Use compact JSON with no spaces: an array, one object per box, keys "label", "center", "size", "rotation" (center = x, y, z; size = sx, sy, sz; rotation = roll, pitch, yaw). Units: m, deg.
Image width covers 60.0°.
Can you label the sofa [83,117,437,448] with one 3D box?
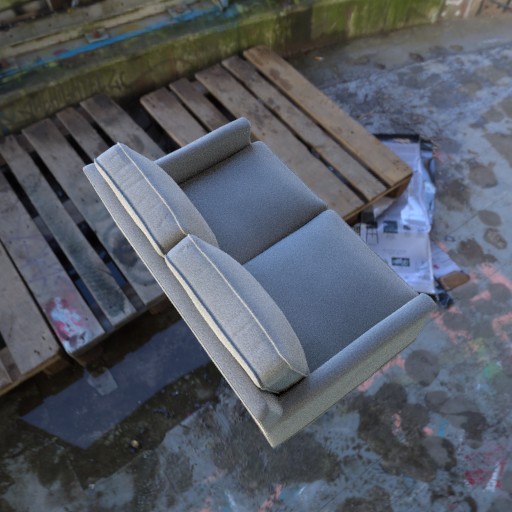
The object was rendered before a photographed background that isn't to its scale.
[{"label":"sofa","center":[0.000,0.000,2.347],"size":[1.084,1.003,1.597],"rotation":[-32,63,-18]}]
